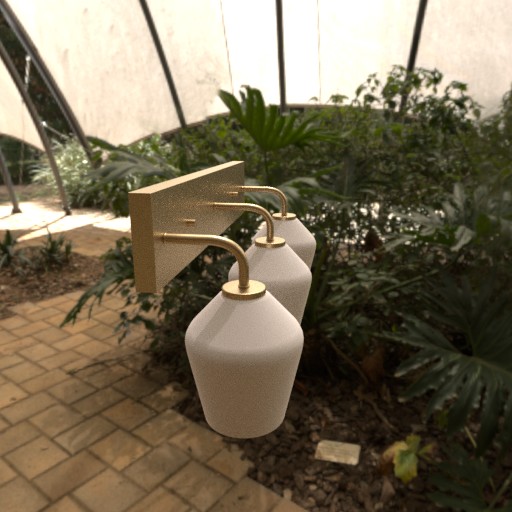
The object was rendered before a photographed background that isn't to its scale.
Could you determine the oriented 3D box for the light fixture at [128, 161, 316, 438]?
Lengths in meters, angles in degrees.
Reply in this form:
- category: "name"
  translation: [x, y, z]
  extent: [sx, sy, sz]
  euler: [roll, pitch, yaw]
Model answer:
- category: "light fixture"
  translation: [0.000, 0.000, 0.750]
  extent: [0.190, 0.280, 0.609]
  euler: [3, 16, 9]
